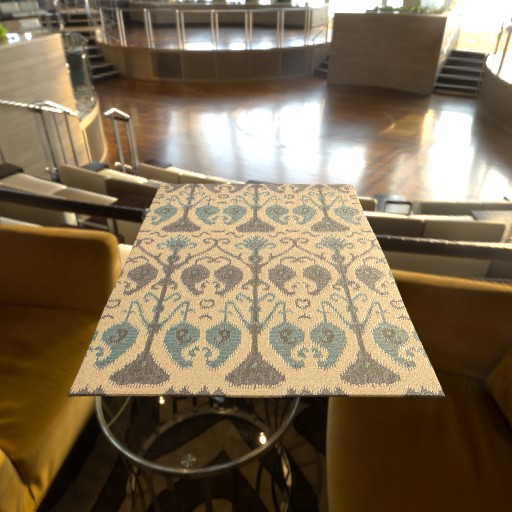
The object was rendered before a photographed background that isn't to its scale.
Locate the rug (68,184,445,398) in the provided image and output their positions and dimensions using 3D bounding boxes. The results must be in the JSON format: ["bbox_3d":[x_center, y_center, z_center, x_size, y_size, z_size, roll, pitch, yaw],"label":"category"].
[{"bbox_3d":[0.000,0.000,2.897,1.676,0.013,2.261,0,33,0],"label":"rug"}]
